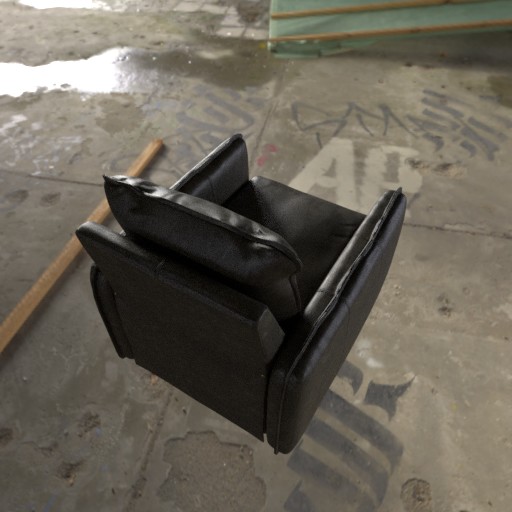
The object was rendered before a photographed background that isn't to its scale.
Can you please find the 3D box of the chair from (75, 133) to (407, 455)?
[{"bbox_3d":[0.000,0.000,1.585,0.830,0.921,0.921,24,51,21],"label":"chair"}]
